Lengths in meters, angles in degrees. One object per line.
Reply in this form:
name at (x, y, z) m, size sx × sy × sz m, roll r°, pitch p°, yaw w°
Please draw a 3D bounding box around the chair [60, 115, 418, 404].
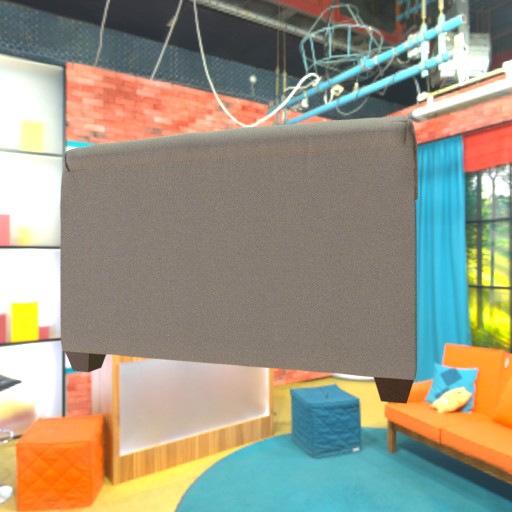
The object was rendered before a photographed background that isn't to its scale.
chair at (0.000, 0.000, 2.043) m, size 1.383 × 0.948 × 1.000 m, roll 0°, pitch 0°, yaw 19°
